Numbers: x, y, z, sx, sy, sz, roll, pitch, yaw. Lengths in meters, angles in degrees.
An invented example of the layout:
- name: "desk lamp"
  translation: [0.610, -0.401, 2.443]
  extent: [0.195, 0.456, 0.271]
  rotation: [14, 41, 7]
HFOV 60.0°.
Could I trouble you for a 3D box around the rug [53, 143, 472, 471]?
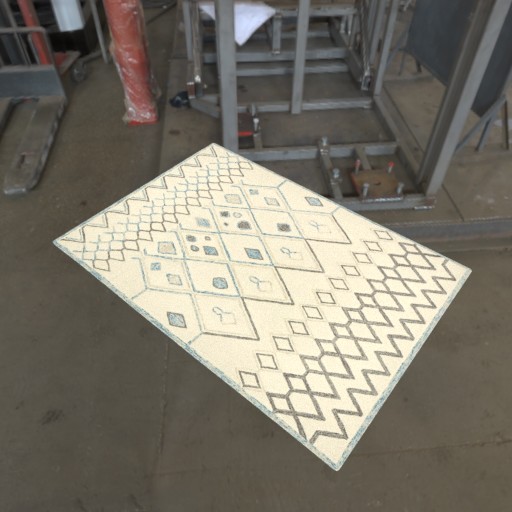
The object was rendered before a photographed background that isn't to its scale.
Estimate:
- name: "rug"
  translation: [0.000, 0.000, 2.328]
  extent: [1.820, 0.009, 1.260]
  rotation: [31, 54, 26]
